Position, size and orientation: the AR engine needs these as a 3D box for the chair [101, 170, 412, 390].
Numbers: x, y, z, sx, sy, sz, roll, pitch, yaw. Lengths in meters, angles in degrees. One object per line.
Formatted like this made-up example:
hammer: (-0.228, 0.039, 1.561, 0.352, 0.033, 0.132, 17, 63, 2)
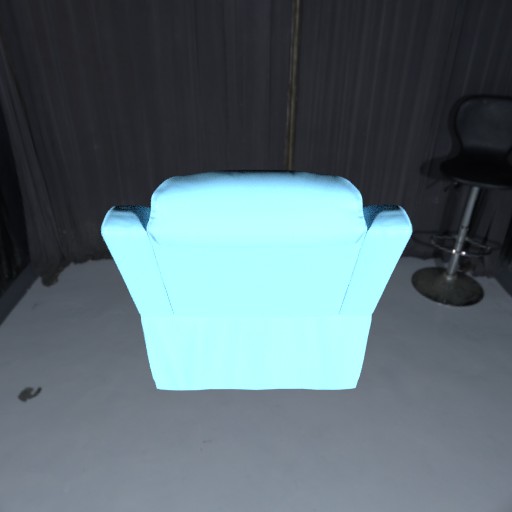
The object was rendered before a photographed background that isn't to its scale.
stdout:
chair: (0.000, 0.000, 1.260, 0.680, 0.702, 0.709, 0, 31, 0)
